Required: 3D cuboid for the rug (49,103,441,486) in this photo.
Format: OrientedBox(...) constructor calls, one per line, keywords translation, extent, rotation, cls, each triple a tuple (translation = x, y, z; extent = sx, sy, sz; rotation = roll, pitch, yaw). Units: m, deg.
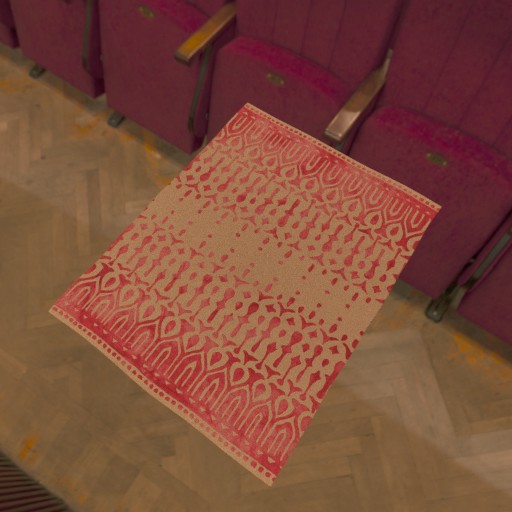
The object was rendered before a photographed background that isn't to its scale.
OrientedBox(translation=(0.000, 0.000, 4.229), extent=(2.441, 0.016, 3.095), rotation=(33, 69, 14), cls="rug")
